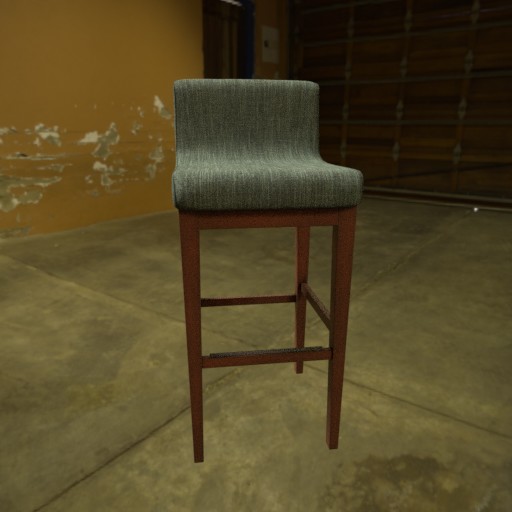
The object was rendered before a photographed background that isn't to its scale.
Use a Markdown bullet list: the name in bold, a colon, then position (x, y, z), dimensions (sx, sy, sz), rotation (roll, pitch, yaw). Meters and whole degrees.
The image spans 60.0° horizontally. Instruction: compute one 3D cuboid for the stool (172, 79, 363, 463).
- **stool**: position (0.000, 0.000, 1.239), dimensions (0.426, 0.965, 0.499), rotation (-2, 16, -8)
